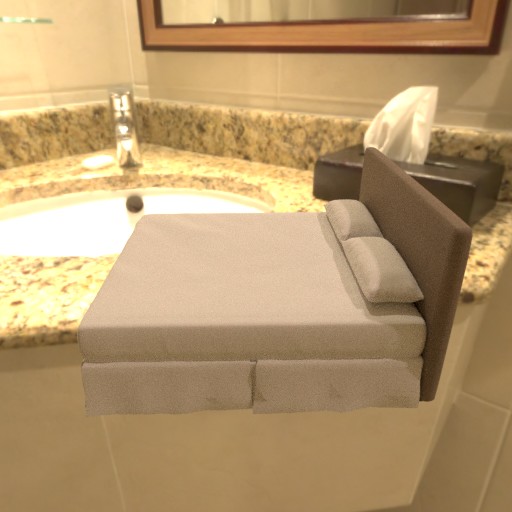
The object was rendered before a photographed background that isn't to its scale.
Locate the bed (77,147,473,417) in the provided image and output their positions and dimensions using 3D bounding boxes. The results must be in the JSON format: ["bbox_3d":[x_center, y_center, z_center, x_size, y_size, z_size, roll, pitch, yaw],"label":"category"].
[{"bbox_3d":[0.000,0.000,3.552,2.341,1.317,2.119,-1,26,-1],"label":"bed"}]
